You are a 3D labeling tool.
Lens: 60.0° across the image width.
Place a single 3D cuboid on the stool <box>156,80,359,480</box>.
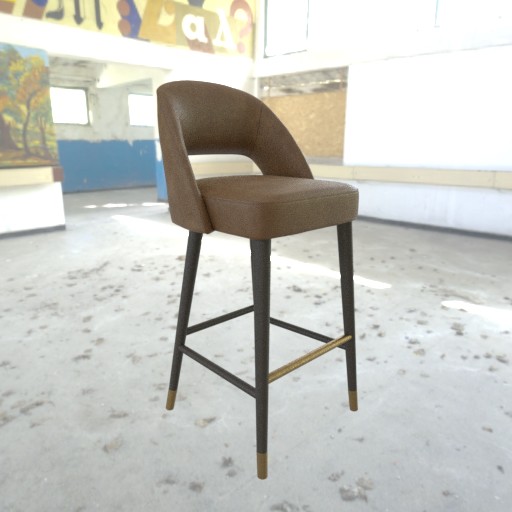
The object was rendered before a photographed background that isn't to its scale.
[{"bbox_3d":[0.000,0.000,1.347,0.494,1.037,0.509,-14,20,-43],"label":"stool"}]
